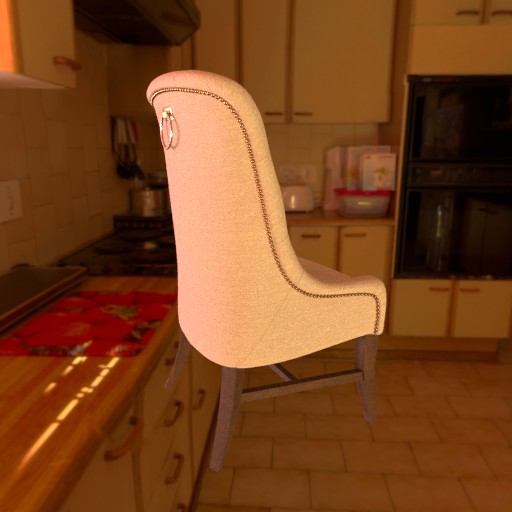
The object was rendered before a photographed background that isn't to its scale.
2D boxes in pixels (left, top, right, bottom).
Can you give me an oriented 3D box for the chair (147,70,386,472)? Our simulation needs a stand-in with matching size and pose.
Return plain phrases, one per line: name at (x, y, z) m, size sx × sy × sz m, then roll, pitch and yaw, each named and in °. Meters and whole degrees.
chair at (0.000, 0.000, 1.473) m, size 0.629 × 1.091 × 0.634 m, roll -7°, pitch 15°, yaw -26°
